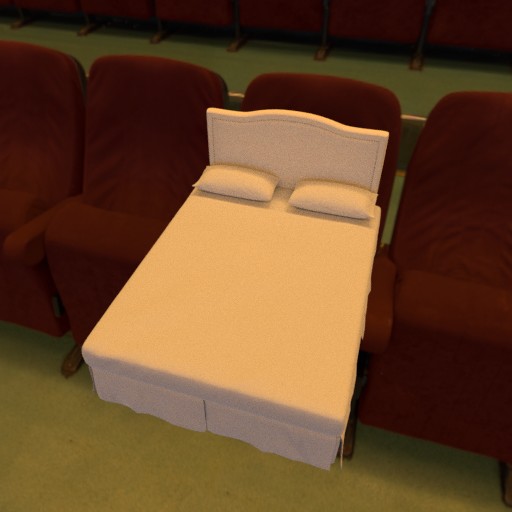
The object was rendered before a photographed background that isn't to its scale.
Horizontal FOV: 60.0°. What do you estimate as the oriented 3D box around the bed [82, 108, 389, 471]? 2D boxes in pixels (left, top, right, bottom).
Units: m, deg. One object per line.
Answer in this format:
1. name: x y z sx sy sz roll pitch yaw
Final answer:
1. bed: 0.000 0.000 3.643 1.977 1.437 2.477 12 44 12
